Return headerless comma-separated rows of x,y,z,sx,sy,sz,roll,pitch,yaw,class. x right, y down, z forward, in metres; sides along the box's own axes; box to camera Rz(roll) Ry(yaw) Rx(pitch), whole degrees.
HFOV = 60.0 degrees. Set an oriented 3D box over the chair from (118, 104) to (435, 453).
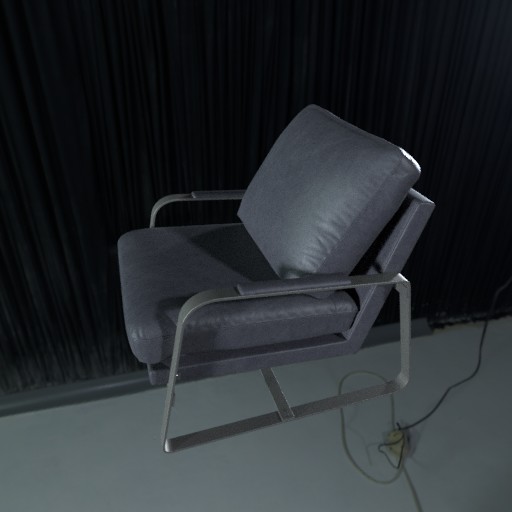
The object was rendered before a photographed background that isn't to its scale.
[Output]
0.000,0.000,1.480,0.878,0.839,0.692,-9,32,-15,chair
